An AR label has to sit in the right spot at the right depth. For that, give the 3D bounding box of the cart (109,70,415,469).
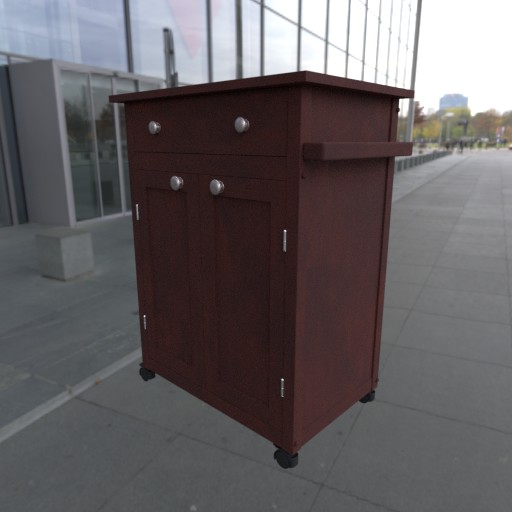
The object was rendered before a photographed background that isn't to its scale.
[{"bbox_3d":[0.000,0.000,1.245,0.683,0.864,0.442,13,20,41],"label":"cart"}]
